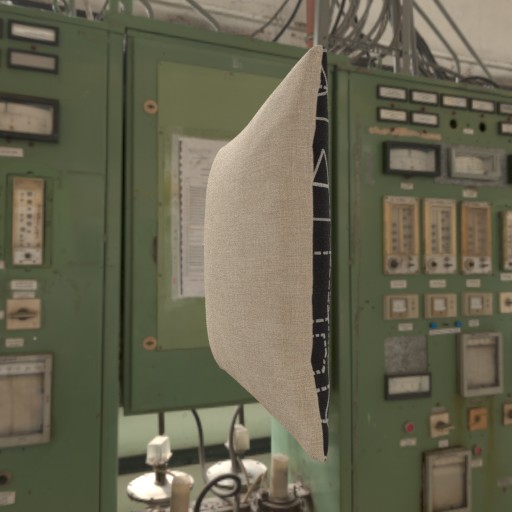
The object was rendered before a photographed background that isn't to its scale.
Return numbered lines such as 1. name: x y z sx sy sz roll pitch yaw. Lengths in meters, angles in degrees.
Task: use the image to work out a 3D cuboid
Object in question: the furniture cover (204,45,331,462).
1. furniture cover: 0.000 0.000 0.780 0.158 0.508 0.517 0 -1 -18
